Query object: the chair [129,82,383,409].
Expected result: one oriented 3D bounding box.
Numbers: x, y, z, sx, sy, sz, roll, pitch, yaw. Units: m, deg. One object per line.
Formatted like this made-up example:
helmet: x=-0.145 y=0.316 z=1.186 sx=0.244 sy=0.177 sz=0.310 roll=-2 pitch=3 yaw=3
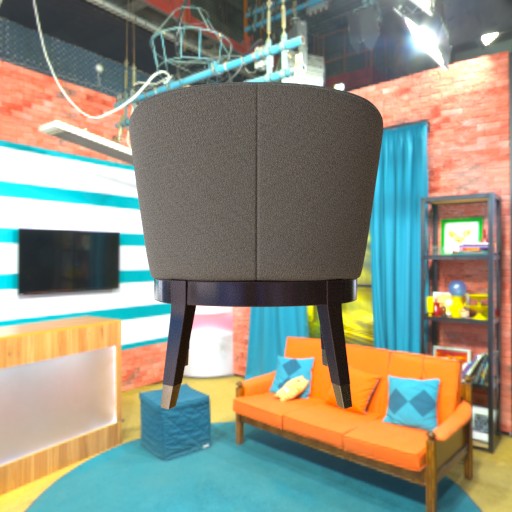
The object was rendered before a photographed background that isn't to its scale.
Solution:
chair: x=0.000 y=0.000 z=1.284 sx=0.700 sy=0.760 sz=0.660 roll=0 pitch=0 yaw=-1
